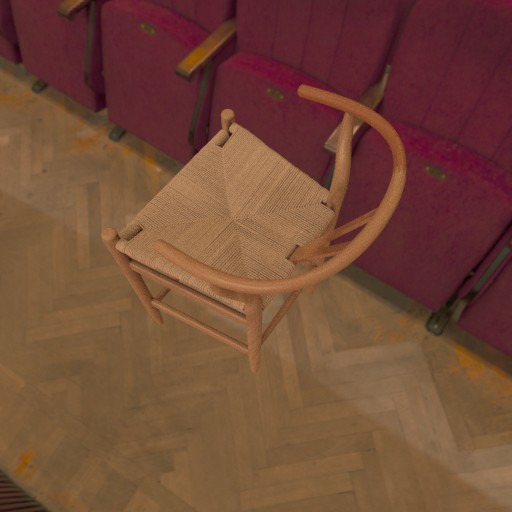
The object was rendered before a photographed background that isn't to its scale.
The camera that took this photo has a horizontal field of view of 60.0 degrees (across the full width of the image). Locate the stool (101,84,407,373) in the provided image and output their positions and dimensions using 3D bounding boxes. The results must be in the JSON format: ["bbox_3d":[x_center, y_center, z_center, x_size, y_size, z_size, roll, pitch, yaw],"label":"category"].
[{"bbox_3d":[0.000,0.000,1.271,0.575,0.923,0.536,32,67,15],"label":"stool"}]
